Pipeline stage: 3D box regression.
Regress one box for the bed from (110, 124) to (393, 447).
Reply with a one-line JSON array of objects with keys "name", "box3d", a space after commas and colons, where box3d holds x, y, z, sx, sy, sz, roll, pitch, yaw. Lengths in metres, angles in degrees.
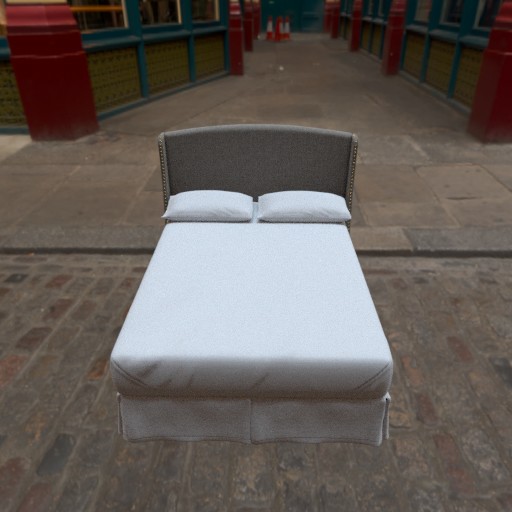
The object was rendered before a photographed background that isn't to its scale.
[{"name": "bed", "box3d": [0.000, 0.000, 3.292, 1.710, 1.407, 2.237, 0, 31, 1]}]
